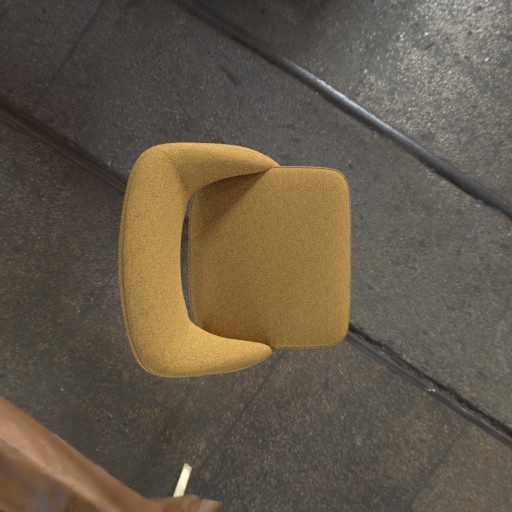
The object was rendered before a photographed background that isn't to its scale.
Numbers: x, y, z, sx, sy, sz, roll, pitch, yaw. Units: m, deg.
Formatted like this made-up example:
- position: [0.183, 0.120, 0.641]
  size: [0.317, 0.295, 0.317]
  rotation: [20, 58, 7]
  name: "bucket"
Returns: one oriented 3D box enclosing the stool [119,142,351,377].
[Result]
- position: [0.000, 0.000, 1.330]
  size: [0.522, 1.032, 0.536]
  rotation: [0, 91, 0]
  name: "stool"
